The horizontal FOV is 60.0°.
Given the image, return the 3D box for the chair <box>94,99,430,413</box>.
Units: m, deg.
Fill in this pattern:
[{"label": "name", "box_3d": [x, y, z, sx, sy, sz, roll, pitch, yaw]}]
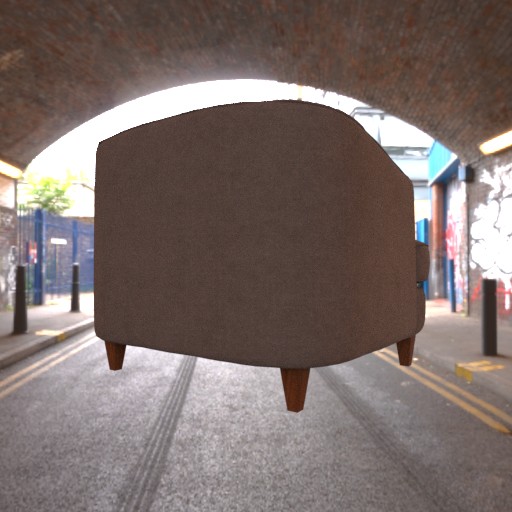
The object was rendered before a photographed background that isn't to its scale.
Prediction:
[{"label": "chair", "box_3d": [0.000, 0.000, 1.724, 1.104, 0.852, 0.941, -1, -1, 36]}]
